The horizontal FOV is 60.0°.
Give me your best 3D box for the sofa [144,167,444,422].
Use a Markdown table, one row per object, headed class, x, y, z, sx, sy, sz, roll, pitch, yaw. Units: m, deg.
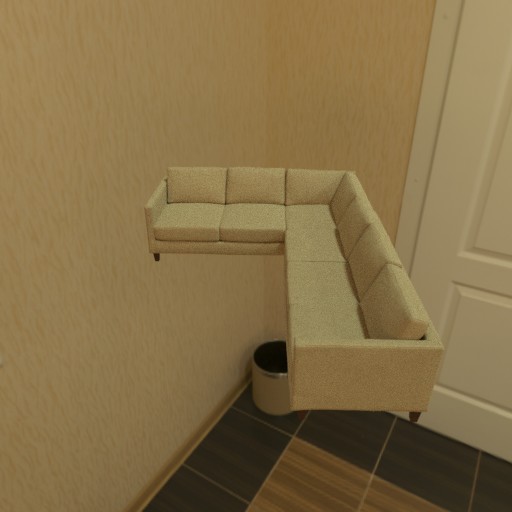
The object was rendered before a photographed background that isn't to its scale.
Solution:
| class | x | y | z | sx | sy | sz | roll | pitch | yaw |
| --- | --- | --- | --- | --- | --- | --- | --- | --- | --- |
| sofa | 0.000 | 0.000 | 4.242 | 2.432 | 0.863 | 3.182 | 1 | 29 | 2 |
